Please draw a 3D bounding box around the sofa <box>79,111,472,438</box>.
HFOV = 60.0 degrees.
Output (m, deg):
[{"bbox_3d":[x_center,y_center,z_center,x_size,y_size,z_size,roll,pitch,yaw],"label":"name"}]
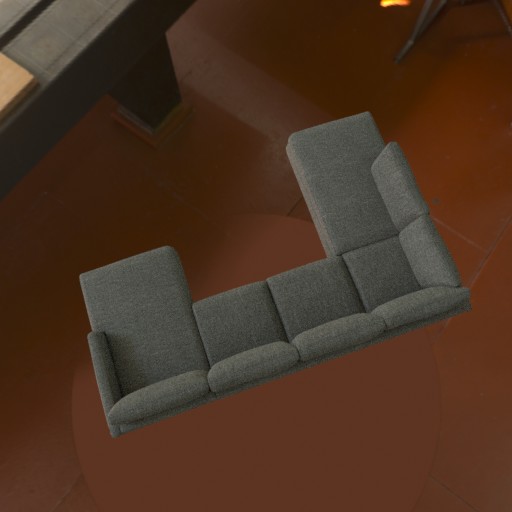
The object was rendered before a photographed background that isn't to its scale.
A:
[{"bbox_3d":[0.000,0.000,3.493,2.737,0.756,1.879,-18,75,-5],"label":"sofa"}]
